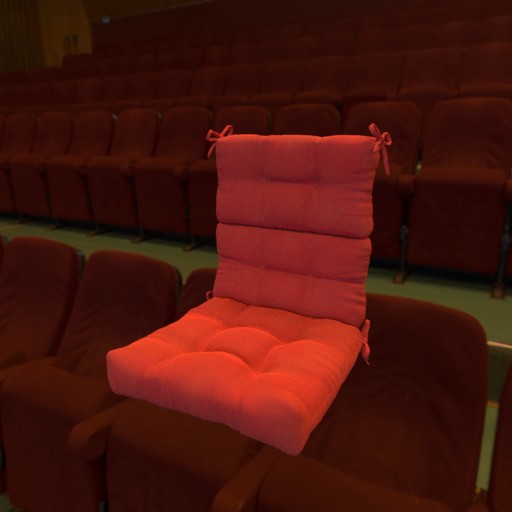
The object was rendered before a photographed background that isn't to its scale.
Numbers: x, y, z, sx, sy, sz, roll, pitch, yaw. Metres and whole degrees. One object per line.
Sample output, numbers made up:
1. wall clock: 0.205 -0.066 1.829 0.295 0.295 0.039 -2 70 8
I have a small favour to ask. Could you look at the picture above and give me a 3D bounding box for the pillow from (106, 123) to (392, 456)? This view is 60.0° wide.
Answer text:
1. pillow: 0.000 0.000 1.054 0.519 0.605 0.571 8 18 27
